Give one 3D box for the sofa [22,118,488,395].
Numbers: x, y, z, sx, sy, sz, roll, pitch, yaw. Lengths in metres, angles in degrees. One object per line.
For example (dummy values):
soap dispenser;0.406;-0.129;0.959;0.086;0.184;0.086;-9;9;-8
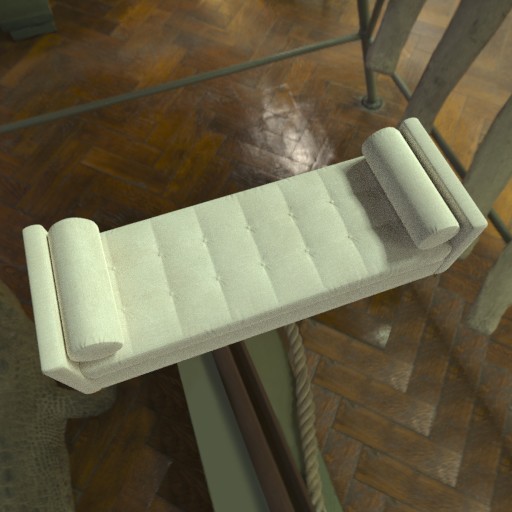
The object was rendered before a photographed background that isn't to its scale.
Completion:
sofa;0.000;0.000;2.244;1.981;0.635;0.686;-18;65;-8
